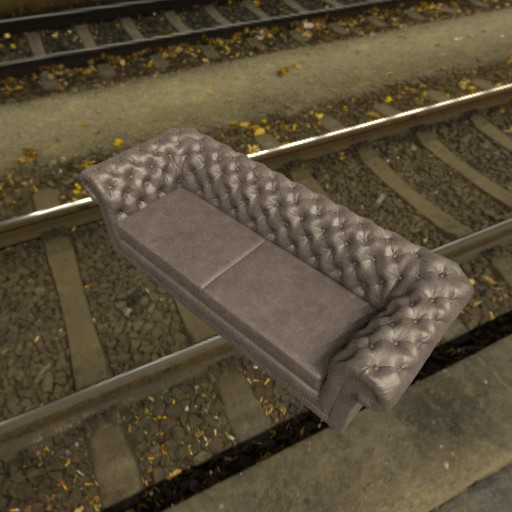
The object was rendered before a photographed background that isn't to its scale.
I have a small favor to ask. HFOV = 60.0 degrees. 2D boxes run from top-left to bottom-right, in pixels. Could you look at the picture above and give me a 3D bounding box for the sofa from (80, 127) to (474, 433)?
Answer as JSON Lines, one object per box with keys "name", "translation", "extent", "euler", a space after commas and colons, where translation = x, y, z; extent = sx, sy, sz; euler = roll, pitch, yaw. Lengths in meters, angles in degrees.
{"name": "sofa", "translation": [0.000, 0.000, 2.832], "extent": [2.385, 0.783, 0.944], "euler": [33, 54, 28]}
